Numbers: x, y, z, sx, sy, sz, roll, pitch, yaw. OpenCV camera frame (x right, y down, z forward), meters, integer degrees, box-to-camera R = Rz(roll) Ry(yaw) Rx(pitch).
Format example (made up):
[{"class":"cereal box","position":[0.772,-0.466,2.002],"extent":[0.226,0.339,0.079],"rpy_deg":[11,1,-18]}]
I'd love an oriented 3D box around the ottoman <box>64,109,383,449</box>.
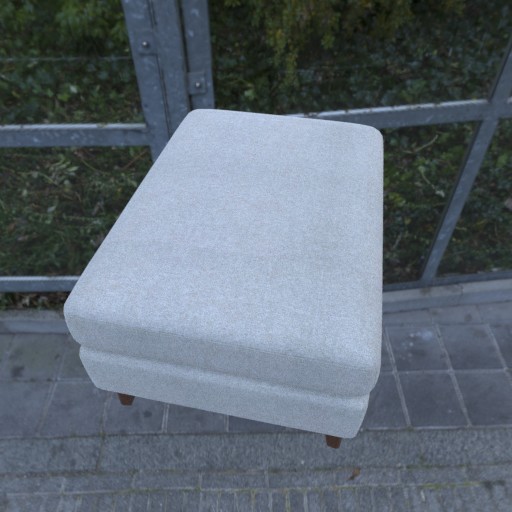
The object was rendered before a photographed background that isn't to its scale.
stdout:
[{"class":"ottoman","position":[0.000,0.000,1.196],"extent":[0.610,0.478,0.823],"rpy_deg":[8,46,8]}]
